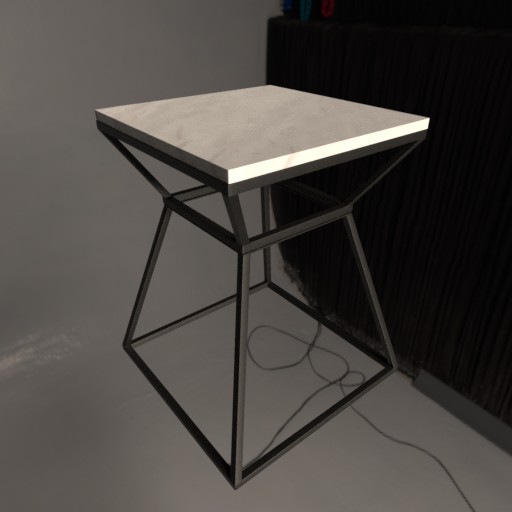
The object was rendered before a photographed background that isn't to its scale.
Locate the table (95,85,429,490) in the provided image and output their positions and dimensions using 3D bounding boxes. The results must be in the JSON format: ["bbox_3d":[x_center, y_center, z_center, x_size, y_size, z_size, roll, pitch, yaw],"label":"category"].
[{"bbox_3d":[0.000,0.000,0.892,0.455,0.559,0.455,-22,37,-33],"label":"table"}]
